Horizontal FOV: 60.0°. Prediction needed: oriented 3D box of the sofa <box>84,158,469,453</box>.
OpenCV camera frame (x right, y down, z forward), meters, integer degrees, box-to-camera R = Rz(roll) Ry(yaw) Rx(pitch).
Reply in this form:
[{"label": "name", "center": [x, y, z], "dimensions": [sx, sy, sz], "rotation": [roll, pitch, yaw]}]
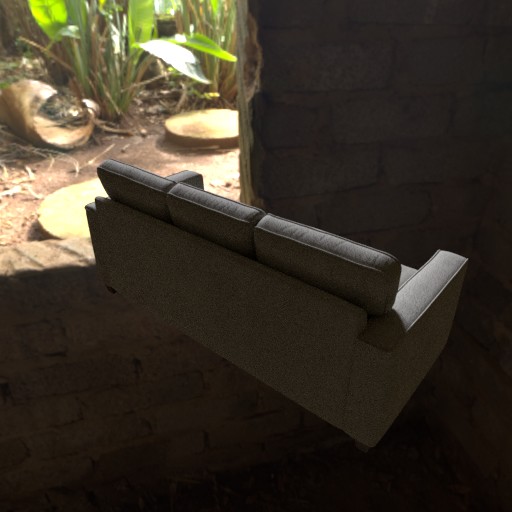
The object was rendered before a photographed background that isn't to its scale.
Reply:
[{"label": "sofa", "center": [0.000, 0.000, 2.636], "dimensions": [2.133, 0.965, 0.939], "rotation": [23, 37, 34]}]
